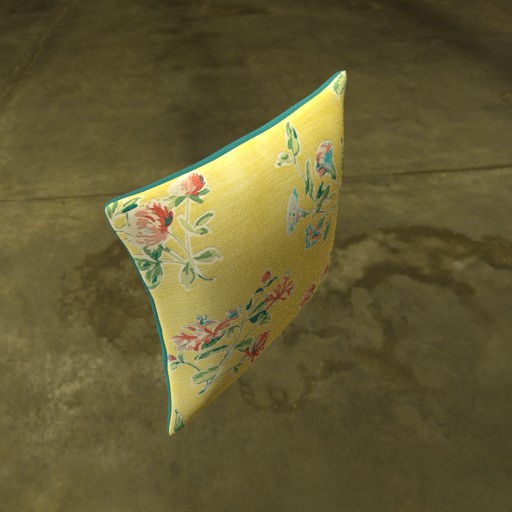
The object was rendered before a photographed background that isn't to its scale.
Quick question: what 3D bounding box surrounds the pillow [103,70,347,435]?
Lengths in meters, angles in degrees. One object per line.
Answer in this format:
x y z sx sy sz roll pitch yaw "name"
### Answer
0.000 0.000 0.797 0.166 0.508 0.525 27 49 27 "pillow"
